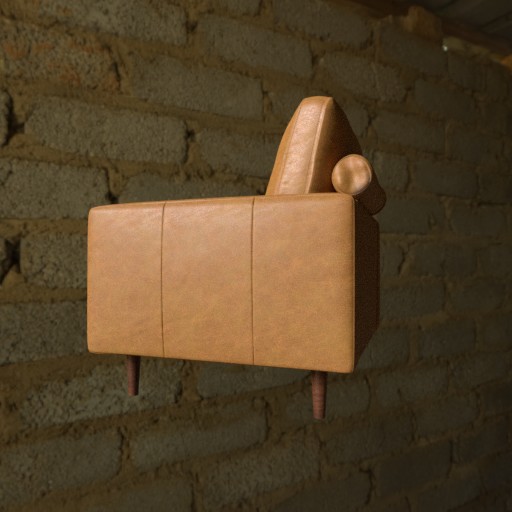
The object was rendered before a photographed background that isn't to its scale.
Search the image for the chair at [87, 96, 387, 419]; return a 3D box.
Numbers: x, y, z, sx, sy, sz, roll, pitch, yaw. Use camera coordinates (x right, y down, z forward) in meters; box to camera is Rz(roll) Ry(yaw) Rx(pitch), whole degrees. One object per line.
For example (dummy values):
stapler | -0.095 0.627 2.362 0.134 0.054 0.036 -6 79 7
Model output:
chair | 0.000 0.000 1.575 0.868 0.896 0.831 0 -1 20
